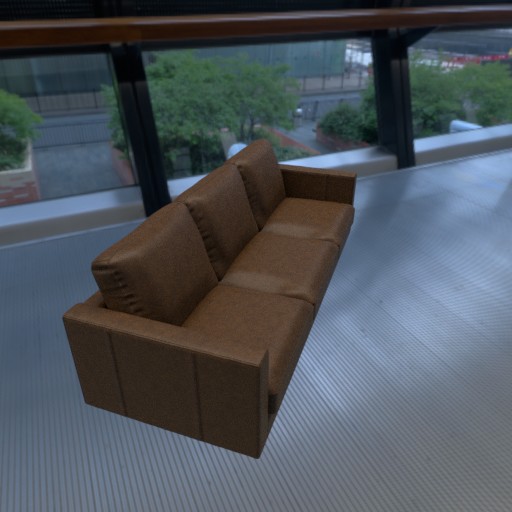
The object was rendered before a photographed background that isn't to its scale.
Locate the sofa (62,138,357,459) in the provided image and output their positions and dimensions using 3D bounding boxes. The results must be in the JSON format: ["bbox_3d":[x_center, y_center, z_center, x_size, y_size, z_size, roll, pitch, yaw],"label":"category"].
[{"bbox_3d":[0.000,0.000,2.712,0.903,0.930,2.231,10,31,17],"label":"sofa"}]
